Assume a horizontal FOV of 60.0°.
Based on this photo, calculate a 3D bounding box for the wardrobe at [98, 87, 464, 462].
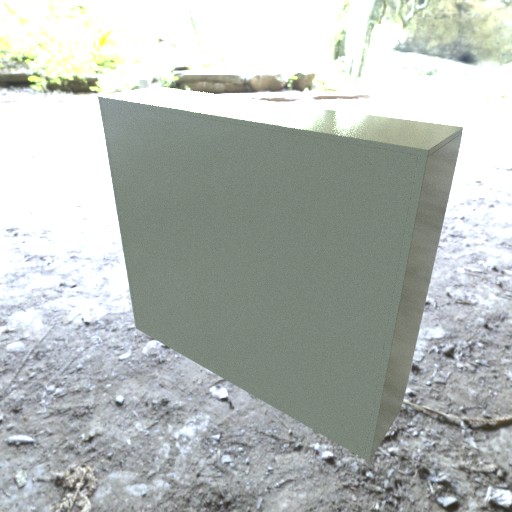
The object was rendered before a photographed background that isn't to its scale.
[{"bbox_3d":[0.000,0.000,1.864,1.340,1.200,0.360,20,35,32],"label":"wardrobe"}]
